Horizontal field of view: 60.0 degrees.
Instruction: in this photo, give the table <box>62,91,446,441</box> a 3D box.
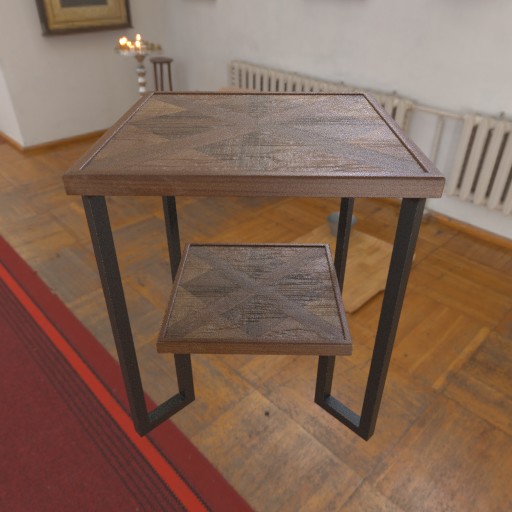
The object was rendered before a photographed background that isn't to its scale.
[{"bbox_3d":[0.000,0.000,0.939,0.503,0.563,0.503,1,32,1],"label":"table"}]
